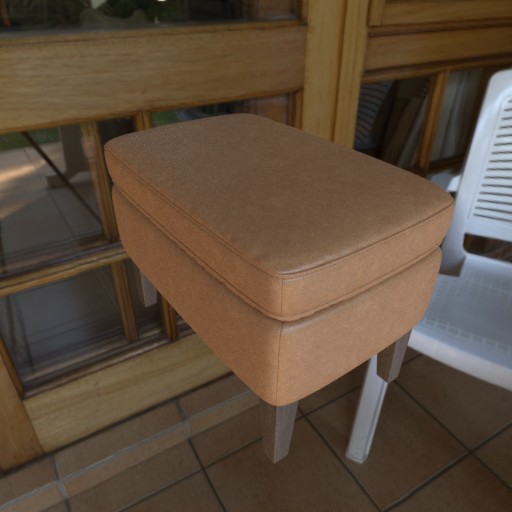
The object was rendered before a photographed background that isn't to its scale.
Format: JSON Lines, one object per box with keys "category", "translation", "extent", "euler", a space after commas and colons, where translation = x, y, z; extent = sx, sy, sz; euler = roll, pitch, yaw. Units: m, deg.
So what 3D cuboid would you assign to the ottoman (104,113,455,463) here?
{"category": "ottoman", "translation": [0.000, 0.000, 0.980], "extent": [0.420, 0.480, 0.670], "euler": [-22, 39, -30]}
